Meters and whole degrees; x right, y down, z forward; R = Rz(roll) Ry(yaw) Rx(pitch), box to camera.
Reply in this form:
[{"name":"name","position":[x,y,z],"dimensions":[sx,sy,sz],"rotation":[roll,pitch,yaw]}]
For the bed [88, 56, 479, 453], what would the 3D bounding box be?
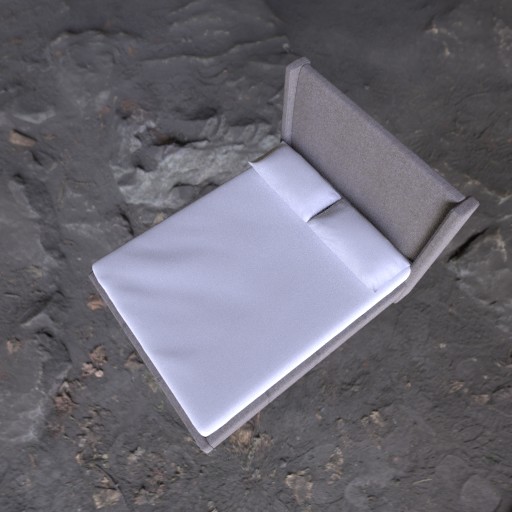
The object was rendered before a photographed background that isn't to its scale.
[{"name":"bed","position":[0.000,0.000,3.414],"dimensions":[2.245,1.476,1.714],"rotation":[-34,68,-16]}]
